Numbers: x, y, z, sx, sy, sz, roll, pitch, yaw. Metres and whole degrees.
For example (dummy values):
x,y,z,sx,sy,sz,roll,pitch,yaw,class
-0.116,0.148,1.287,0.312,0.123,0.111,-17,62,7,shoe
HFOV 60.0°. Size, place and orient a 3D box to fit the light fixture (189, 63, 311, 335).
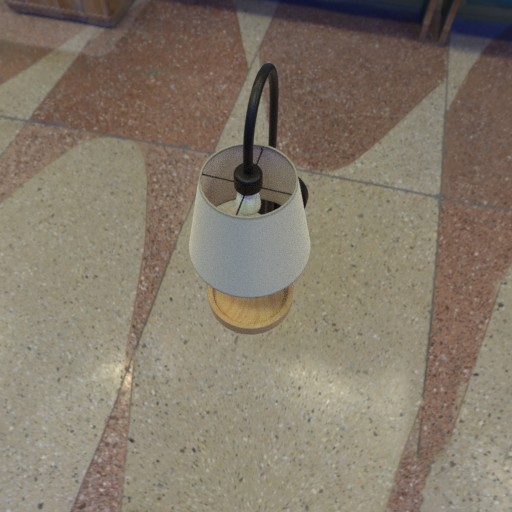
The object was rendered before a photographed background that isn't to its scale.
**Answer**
x,y,z,sx,sy,sz,roll,pitch,yaw,class
0.000,0.000,0.911,0.220,0.821,0.299,14,59,9,light fixture
